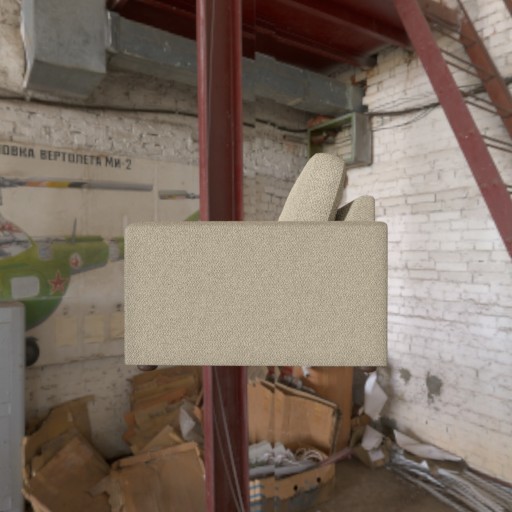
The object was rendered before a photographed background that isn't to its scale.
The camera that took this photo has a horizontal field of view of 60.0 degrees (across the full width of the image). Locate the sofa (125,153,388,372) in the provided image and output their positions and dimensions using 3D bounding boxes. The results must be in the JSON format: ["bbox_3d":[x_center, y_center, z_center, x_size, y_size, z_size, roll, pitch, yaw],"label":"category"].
[{"bbox_3d":[0.000,0.000,2.715,1.016,0.873,2.179,0,1,1],"label":"sofa"}]
